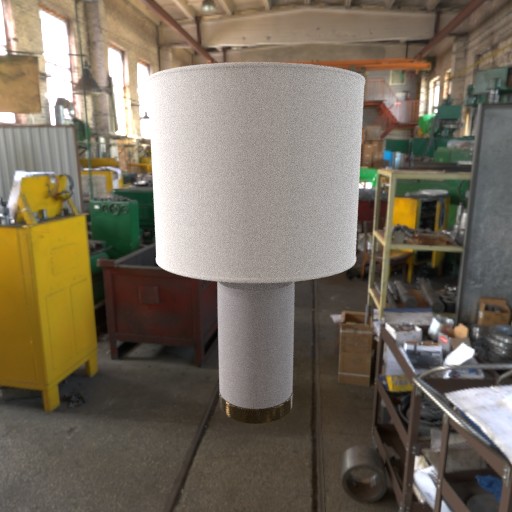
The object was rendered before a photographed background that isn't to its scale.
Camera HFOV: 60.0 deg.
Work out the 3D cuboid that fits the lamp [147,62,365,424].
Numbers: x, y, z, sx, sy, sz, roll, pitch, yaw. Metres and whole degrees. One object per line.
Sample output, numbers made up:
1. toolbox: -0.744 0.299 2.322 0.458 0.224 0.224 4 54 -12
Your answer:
1. lamp: 0.000 0.000 0.519 0.229 0.380 0.229 0 13 0
